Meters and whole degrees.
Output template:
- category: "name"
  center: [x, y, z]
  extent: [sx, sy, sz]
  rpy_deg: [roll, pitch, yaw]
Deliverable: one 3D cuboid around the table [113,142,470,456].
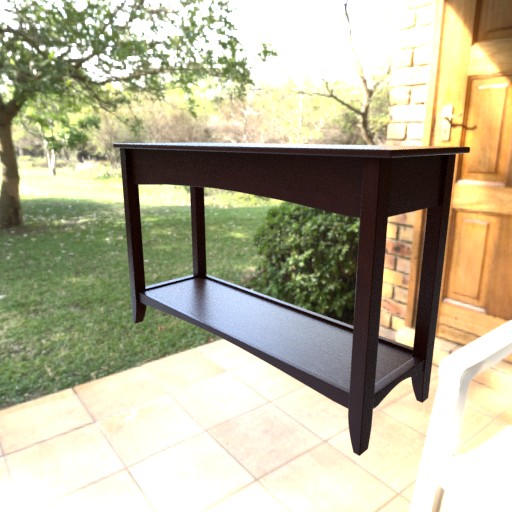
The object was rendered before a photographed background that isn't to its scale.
- category: "table"
  center: [0.000, 0.000, 1.518]
  extent: [0.392, 0.739, 1.188]
  rpy_deg: [-14, 20, -42]
